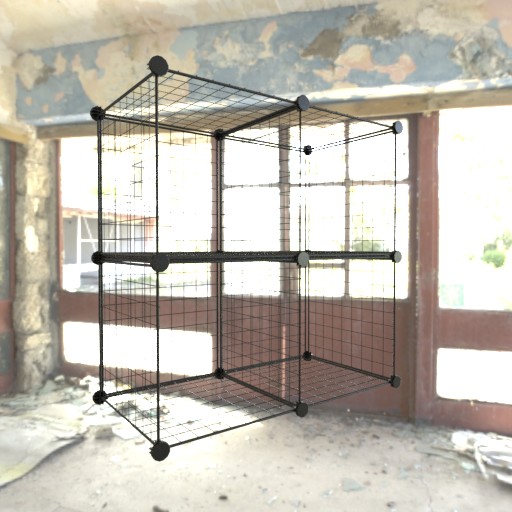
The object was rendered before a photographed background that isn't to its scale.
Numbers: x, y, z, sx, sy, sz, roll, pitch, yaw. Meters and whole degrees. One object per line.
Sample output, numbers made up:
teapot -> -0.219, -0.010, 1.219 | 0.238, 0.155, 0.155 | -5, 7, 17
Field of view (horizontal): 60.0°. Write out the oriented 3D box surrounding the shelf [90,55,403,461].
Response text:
shelf -> 0.000, 0.000, 1.121 | 0.711, 0.711, 0.356 | -1, 2, -36
